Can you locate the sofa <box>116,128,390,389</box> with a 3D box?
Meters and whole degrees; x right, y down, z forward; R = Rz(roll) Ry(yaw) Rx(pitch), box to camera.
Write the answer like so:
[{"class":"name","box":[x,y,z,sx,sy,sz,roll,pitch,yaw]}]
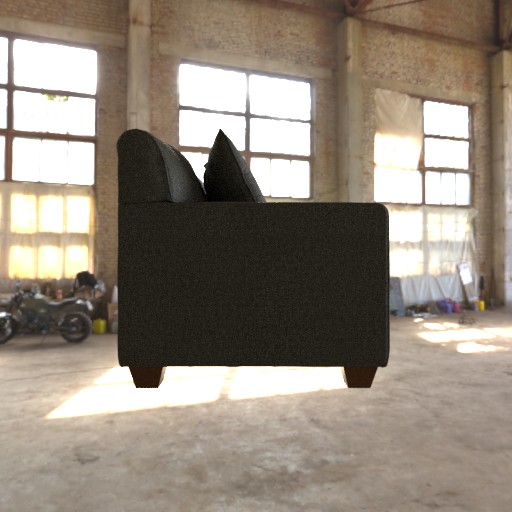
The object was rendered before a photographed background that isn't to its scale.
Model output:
[{"class":"sofa","box":[0.000,0.000,2.536,0.997,0.958,2.024,0,-1,0]}]
